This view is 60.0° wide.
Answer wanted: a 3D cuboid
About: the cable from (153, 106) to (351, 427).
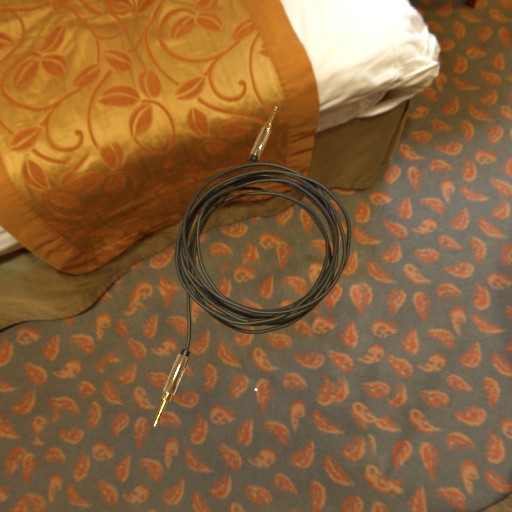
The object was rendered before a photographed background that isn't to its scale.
[{"bbox_3d":[0.000,0.000,0.516,0.198,0.069,0.432,20,74,6],"label":"cable"}]
